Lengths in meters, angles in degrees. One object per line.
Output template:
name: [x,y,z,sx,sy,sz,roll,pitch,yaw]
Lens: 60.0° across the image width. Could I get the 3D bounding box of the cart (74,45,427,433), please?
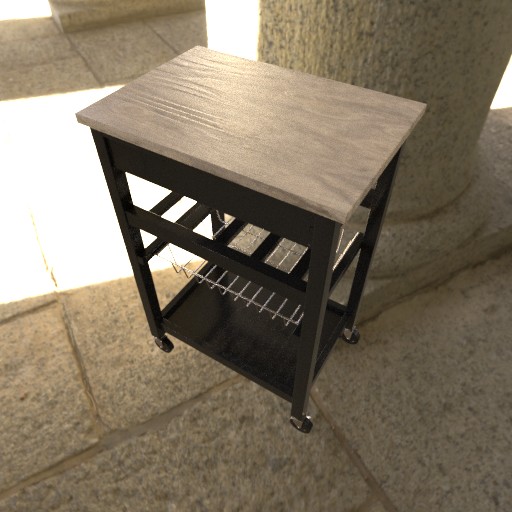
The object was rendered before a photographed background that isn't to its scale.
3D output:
cart: [0.000,0.000,1.178,0.584,0.839,0.403,24,51,21]
